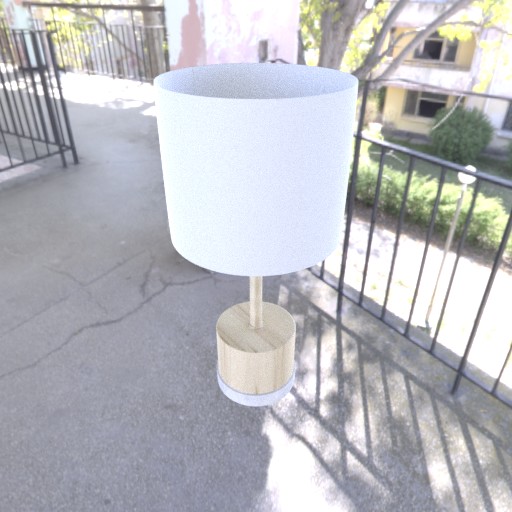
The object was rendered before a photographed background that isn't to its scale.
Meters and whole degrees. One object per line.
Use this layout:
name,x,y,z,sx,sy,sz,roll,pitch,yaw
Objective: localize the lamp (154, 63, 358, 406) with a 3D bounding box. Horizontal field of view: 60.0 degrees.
lamp,0.000,0.000,0.621,0.229,0.470,0.229,-21,37,-31
